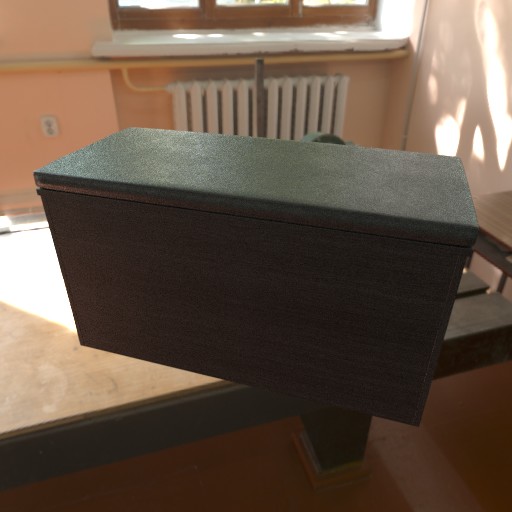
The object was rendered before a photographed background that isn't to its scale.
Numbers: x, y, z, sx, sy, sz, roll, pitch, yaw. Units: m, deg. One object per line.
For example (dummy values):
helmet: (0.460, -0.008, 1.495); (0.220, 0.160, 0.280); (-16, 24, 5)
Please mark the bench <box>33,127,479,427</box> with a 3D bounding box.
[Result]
bench: (0.000, 0.000, 1.137); (0.905, 0.501, 0.401); (9, 32, 15)
